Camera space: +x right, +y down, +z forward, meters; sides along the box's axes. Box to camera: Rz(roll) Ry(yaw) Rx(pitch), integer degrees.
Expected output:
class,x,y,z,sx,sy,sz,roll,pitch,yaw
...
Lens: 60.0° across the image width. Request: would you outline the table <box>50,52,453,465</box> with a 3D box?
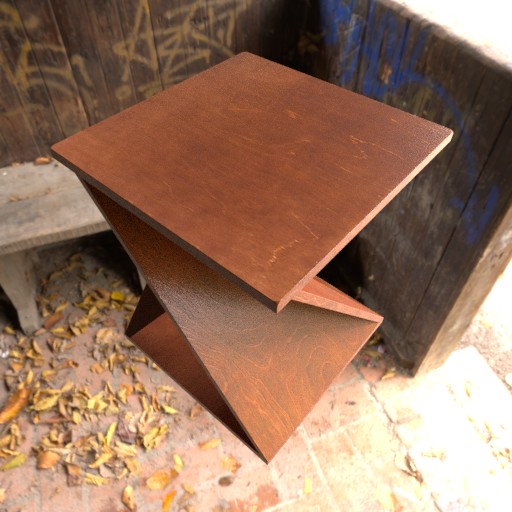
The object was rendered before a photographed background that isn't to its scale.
class,x,y,z,sx,sy,sz,roll,pitch,yaw
table,0.000,0.000,0.851,0.427,0.520,0.427,33,56,26
